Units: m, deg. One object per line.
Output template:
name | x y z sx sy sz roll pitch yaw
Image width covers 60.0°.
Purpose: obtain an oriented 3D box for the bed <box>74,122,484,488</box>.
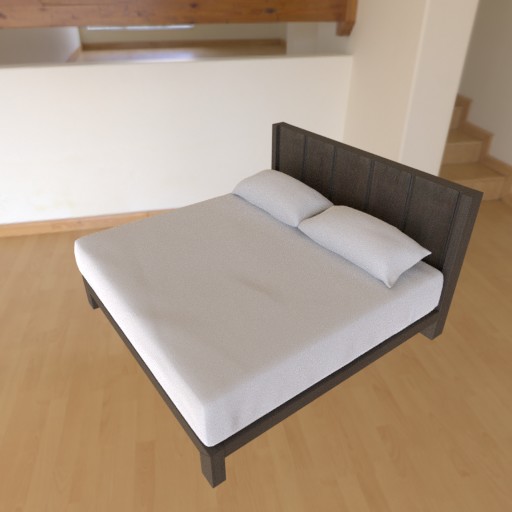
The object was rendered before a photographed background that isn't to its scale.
bed | 0.000 0.000 3.484 2.238 1.261 2.143 -21 38 -30
